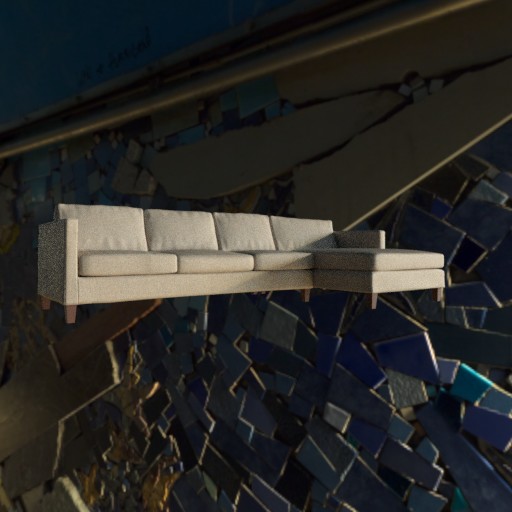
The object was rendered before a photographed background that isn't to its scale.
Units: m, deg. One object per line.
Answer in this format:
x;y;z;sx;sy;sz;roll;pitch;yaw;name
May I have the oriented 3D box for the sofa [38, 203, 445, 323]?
0.000;0.000;3.839;3.186;0.846;1.625;-1;1;-36;sofa
